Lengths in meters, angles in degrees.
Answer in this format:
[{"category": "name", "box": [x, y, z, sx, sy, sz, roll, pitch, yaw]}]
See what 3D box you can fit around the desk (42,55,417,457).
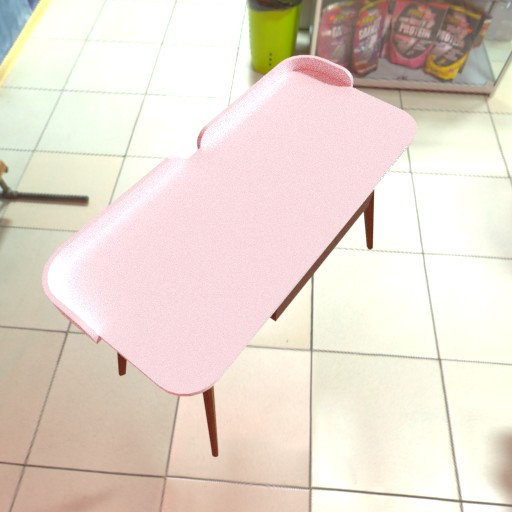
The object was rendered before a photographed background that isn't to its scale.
[{"category": "desk", "box": [0.000, 0.000, 1.608, 0.534, 0.807, 1.206, 33, 63, 19]}]
